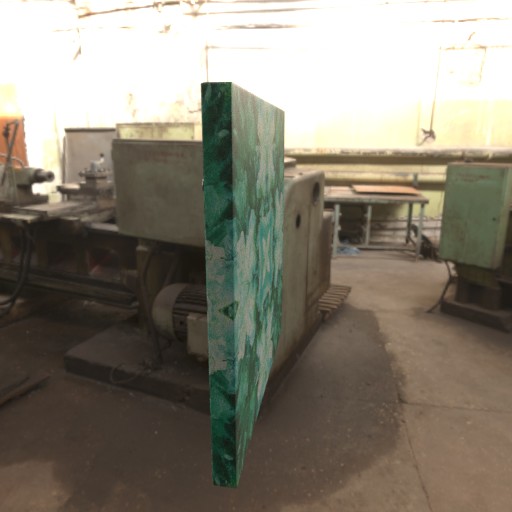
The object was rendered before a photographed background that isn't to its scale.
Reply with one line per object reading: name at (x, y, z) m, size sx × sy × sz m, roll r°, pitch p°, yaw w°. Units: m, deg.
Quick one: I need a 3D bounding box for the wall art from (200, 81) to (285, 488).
wall art at (0.000, 0.000, 0.766) m, size 0.038 × 0.508 × 0.507 m, roll 3°, pitch 15°, yaw 10°
